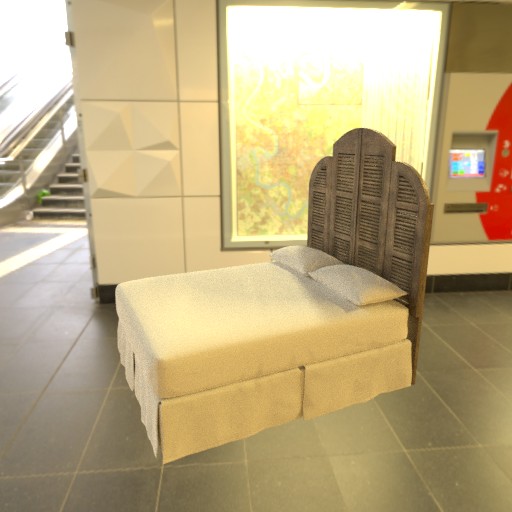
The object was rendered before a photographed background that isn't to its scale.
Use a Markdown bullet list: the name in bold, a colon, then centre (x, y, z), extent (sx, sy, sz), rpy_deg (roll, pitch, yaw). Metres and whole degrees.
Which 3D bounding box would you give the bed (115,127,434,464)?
- **bed**: centre (0.000, 0.000, 3.609), extent (2.138, 2.019, 1.713), rpy_deg (-7, 17, -24)
